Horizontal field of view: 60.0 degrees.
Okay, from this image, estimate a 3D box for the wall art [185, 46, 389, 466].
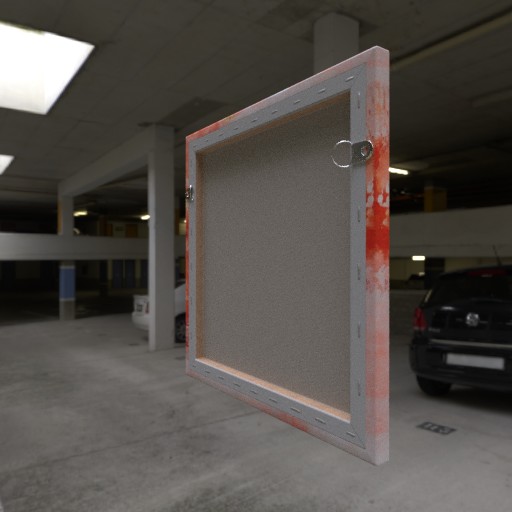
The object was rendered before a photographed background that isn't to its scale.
[{"bbox_3d":[0.000,0.000,1.089,0.064,0.746,0.747,0,0,-35],"label":"wall art"}]
